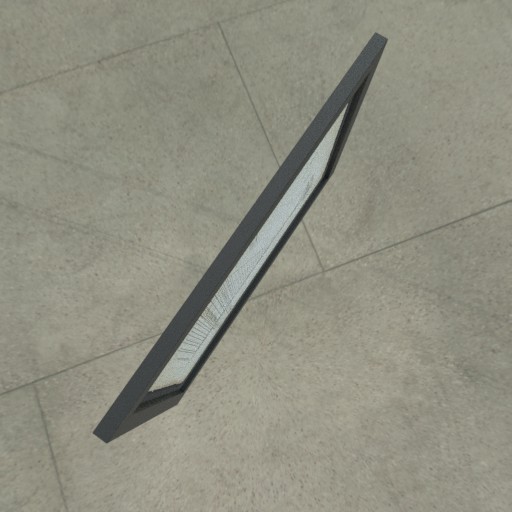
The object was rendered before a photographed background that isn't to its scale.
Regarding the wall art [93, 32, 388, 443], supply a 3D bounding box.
[{"bbox_3d":[0.000,0.000,0.530,0.016,0.306,0.432,33,79,7],"label":"wall art"}]
